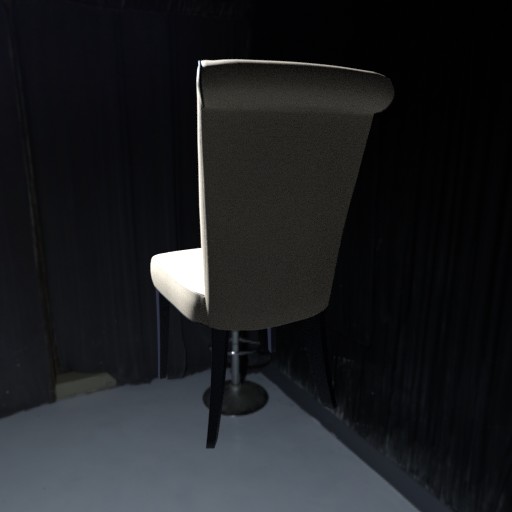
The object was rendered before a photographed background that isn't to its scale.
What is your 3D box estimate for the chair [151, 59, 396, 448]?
[{"bbox_3d":[0.000,0.000,1.334,0.522,0.997,0.623,-7,16,-26],"label":"chair"}]
